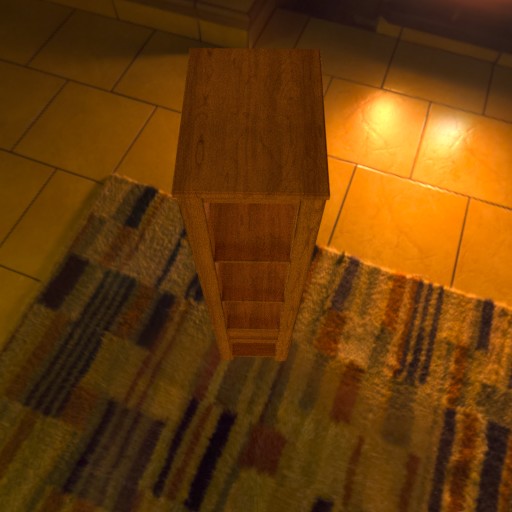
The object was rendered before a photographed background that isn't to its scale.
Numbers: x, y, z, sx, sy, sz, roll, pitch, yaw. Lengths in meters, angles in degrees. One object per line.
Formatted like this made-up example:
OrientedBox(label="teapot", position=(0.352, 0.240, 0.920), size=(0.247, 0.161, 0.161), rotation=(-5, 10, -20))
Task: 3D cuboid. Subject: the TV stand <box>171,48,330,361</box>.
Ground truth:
OrientedBox(label="TV stand", position=(0.000, 0.000, 2.101), size=(0.435, 1.828, 0.565), rotation=(1, 63, 0))
